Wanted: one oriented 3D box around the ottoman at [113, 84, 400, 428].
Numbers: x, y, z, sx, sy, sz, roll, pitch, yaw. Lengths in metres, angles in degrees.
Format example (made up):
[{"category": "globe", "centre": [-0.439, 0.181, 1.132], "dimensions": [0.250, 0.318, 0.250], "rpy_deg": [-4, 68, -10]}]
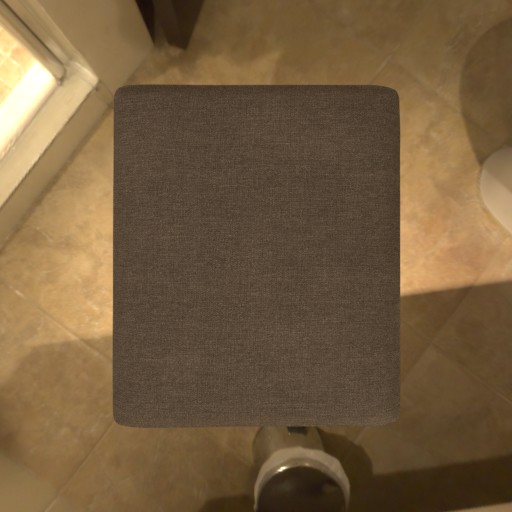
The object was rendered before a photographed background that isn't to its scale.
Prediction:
[{"category": "ottoman", "centre": [0.000, 0.000, 1.225], "dimensions": [0.693, 0.474, 0.821], "rpy_deg": [0, 89, -1]}]
